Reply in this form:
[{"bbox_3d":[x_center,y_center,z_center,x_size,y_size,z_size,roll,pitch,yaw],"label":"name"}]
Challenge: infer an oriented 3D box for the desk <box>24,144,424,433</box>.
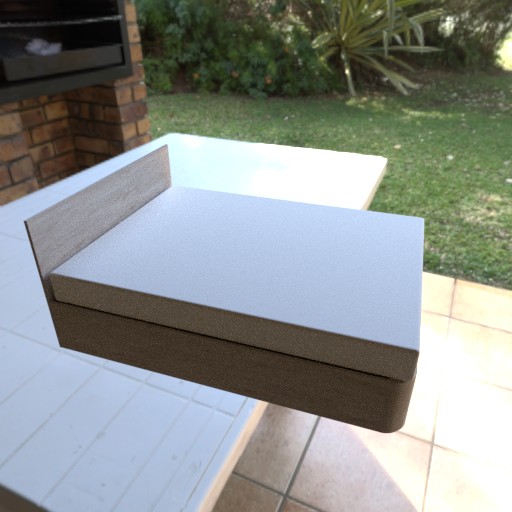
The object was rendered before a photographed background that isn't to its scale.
[{"bbox_3d":[0.000,0.000,2.652,1.900,0.800,1.400,10,31,16],"label":"desk"}]
